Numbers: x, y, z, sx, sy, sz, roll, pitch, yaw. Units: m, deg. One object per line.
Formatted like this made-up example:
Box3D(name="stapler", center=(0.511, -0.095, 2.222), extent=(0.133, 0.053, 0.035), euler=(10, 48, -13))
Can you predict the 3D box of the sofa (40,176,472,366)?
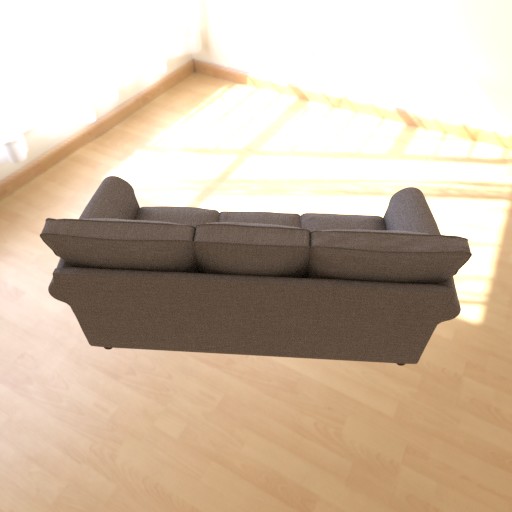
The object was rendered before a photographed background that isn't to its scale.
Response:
Box3D(name="sofa", center=(0.000, 0.000, 2.617), extent=(2.084, 0.961, 0.916), euler=(3, 46, 3))
